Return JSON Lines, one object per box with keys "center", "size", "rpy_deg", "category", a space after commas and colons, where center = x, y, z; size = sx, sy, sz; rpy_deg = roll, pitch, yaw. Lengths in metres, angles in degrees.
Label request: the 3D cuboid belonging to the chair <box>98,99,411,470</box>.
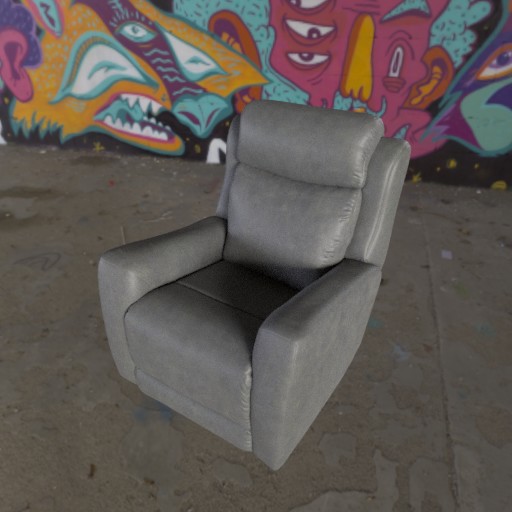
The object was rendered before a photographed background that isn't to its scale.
{"center": [0.000, 0.000, 1.933], "size": [0.967, 1.116, 1.068], "rpy_deg": [20, 36, 29], "category": "chair"}
